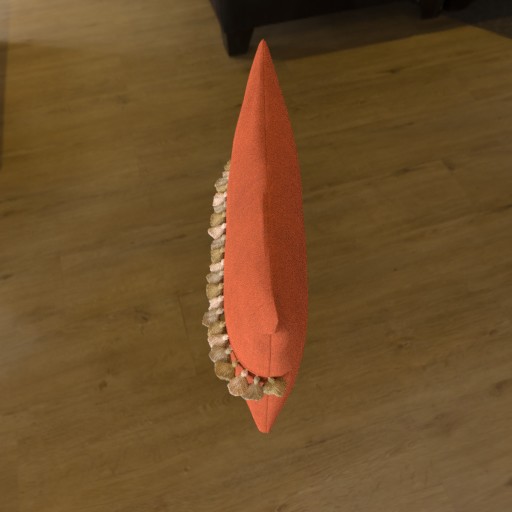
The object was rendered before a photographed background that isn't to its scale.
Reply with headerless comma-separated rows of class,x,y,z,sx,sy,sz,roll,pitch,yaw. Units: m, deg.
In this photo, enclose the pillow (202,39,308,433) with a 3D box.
pillow,0.000,0.000,0.743,0.165,0.482,0.490,-1,58,0
